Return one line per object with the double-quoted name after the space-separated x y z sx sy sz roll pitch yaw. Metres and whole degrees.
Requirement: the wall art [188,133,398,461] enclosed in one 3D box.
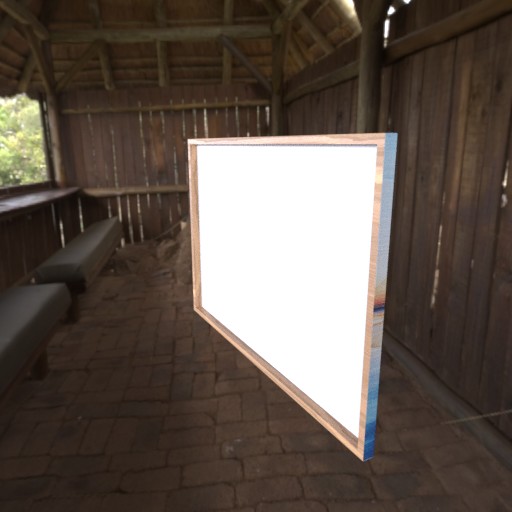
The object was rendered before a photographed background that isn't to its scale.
0.000 0.000 1.458 0.034 0.756 1.137 -7 16 -27 "wall art"
